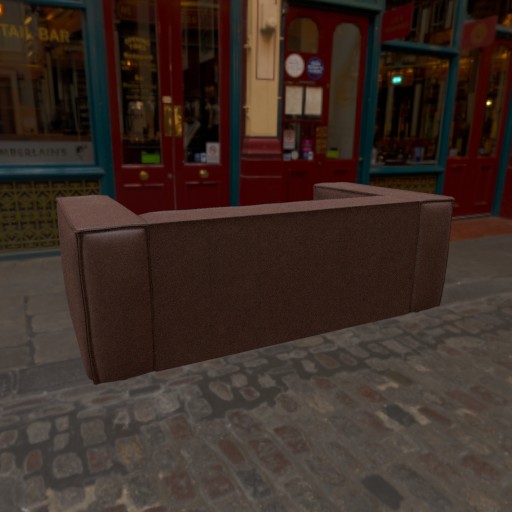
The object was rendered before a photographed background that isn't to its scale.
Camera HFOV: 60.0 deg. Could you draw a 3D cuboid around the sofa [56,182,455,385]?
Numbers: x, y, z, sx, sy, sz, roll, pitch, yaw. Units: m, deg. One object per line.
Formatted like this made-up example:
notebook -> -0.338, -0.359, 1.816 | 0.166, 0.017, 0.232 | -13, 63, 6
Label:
sofa -> 0.000, 0.000, 2.617 | 2.088, 0.703, 1.102 | -7, 16, -26
